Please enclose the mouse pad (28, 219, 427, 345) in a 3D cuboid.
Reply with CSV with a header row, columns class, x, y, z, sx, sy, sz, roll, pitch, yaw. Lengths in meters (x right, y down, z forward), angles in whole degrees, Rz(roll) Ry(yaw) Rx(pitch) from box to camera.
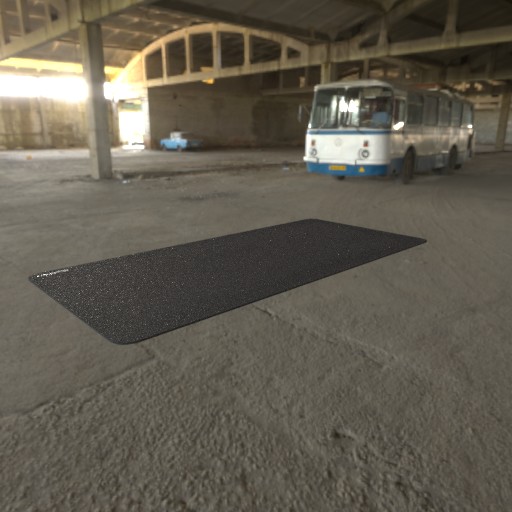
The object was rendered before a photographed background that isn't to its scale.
class,x,y,z,sx,sy,sz,roll,pitch,yaw
mouse pad,0.000,0.000,1.056,0.907,0.003,0.424,-14,21,-41
